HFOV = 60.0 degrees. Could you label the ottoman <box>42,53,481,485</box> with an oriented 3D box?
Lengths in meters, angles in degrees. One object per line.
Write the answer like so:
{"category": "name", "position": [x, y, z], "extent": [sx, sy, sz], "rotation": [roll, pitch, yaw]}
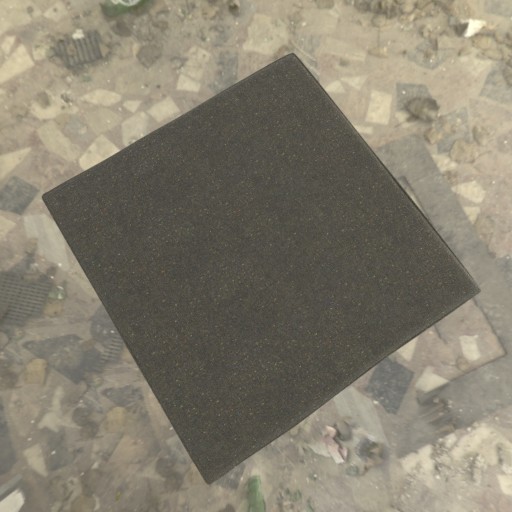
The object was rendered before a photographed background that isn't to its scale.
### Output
{"category": "ottoman", "position": [0.000, 0.000, 1.509], "extent": [0.968, 0.382, 1.004], "rotation": [-33, 78, -8]}
